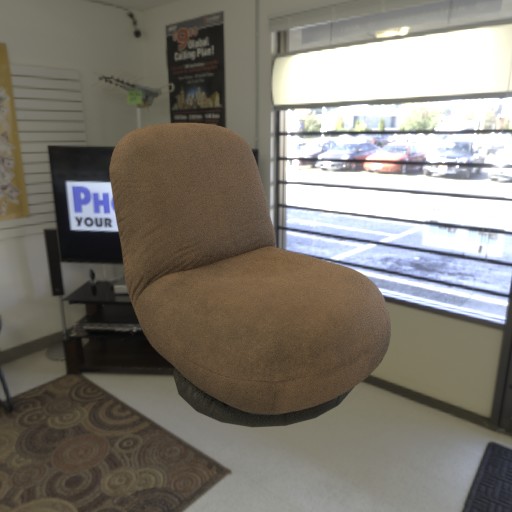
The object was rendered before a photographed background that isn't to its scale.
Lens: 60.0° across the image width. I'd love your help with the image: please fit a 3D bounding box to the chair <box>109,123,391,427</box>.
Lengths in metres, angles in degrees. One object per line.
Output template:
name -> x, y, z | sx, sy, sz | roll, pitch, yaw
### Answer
chair -> 0.000, 0.000, 1.019 | 0.597, 0.594, 0.521 | 14, 21, 41
